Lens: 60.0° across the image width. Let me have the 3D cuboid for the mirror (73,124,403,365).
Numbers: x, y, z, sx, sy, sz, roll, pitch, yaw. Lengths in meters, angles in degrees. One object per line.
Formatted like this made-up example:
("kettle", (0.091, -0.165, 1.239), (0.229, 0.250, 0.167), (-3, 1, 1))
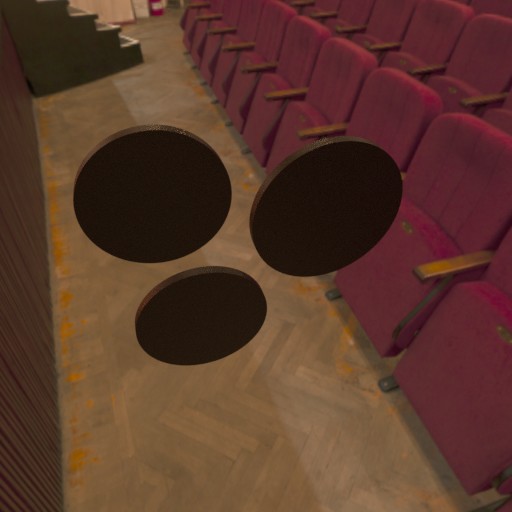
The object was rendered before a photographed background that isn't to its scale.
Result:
("mirror", (0.000, 0.000, 3.167), (2.160, 2.096, 0.076), (-11, 42, -13))
